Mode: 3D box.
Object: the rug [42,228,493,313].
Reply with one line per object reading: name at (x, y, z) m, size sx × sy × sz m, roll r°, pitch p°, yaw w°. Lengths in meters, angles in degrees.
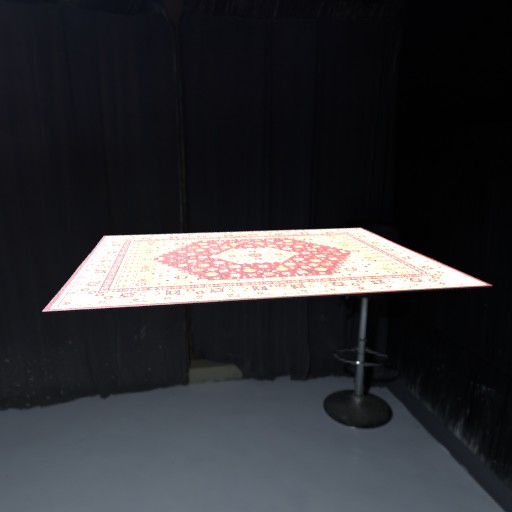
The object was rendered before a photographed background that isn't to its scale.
rug at (0.000, 0.000, 4.080) m, size 3.053 × 0.013 × 2.387 m, roll -2°, pitch 14°, yaw -9°
